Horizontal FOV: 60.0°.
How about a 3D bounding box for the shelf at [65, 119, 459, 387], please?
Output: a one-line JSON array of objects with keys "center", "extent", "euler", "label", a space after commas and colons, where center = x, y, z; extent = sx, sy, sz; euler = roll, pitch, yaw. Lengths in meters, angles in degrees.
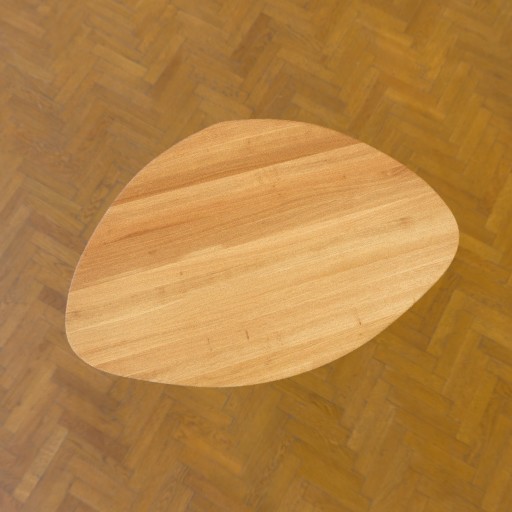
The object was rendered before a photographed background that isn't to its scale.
[{"center": [0.000, 0.000, 1.596], "extent": [1.246, 0.440, 0.845], "euler": [-16, 78, -4], "label": "shelf"}]
